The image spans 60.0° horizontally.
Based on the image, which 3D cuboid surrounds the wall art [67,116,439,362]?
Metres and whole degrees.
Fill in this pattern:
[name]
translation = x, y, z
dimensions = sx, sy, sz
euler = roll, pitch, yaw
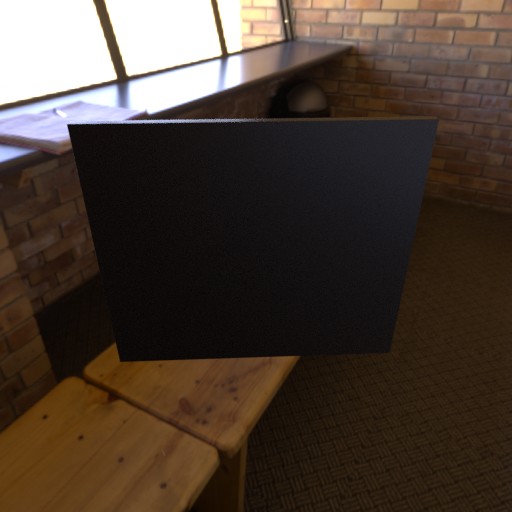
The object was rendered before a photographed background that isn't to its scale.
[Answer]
[wall art]
translation = 0.000, 0.000, 0.547
dimensions = 0.383, 0.332, 0.012
euler = -1, 32, -2
